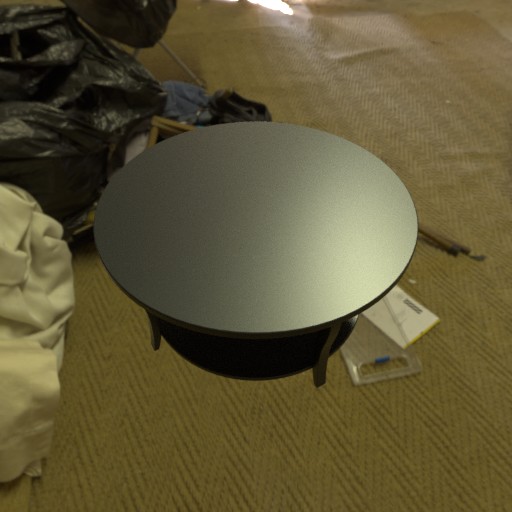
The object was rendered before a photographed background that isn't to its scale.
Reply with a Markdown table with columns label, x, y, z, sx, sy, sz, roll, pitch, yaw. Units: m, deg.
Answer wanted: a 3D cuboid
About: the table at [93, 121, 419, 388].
| label | x | y | z | sx | sy | sz | roll | pitch | yaw |
| --- | --- | --- | --- | --- | --- | --- | --- | --- | --- |
| table | 0.000 | 0.000 | 1.448 | 0.914 | 0.457 | 0.914 | 0 | 46 | 0 |
